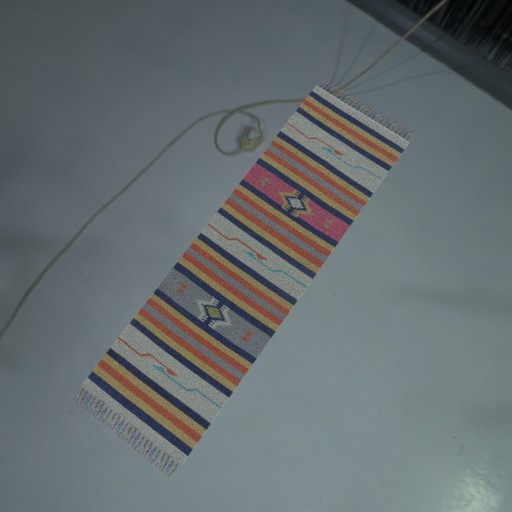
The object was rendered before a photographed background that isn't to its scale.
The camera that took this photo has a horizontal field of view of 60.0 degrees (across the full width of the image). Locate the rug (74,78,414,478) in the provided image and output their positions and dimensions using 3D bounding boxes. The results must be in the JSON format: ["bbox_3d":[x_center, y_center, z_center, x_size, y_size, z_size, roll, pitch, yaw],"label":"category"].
[{"bbox_3d":[0.000,0.000,2.584,0.695,0.017,2.455,35,79,8],"label":"rug"}]
